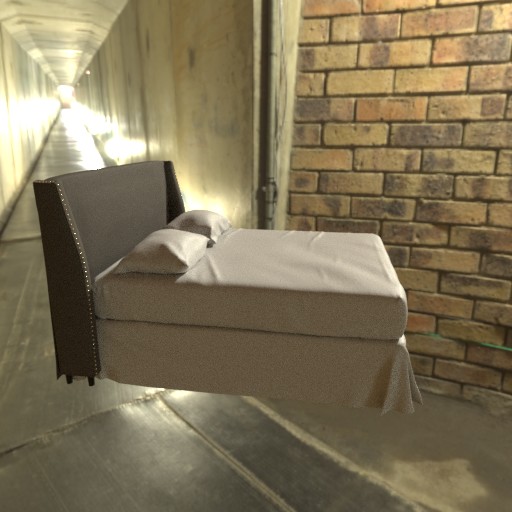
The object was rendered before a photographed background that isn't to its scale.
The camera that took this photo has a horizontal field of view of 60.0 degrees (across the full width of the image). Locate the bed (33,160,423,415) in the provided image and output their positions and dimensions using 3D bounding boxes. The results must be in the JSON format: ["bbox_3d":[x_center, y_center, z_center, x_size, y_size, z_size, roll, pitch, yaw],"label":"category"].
[{"bbox_3d":[0.000,0.000,3.391,2.276,1.332,1.925,3,16,10],"label":"bed"}]
